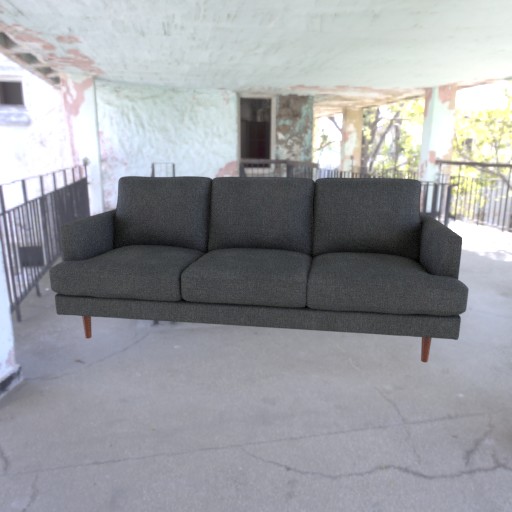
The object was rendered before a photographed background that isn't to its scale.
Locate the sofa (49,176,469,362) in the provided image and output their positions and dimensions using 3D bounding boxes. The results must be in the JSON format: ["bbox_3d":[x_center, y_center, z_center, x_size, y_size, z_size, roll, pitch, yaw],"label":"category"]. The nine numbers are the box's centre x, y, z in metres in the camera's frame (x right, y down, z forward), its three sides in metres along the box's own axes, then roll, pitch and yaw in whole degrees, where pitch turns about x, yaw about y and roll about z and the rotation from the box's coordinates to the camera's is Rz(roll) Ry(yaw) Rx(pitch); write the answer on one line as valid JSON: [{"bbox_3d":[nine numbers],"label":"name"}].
[{"bbox_3d":[0.000,0.000,2.729,2.246,0.930,0.903,2,14,9],"label":"sofa"}]
